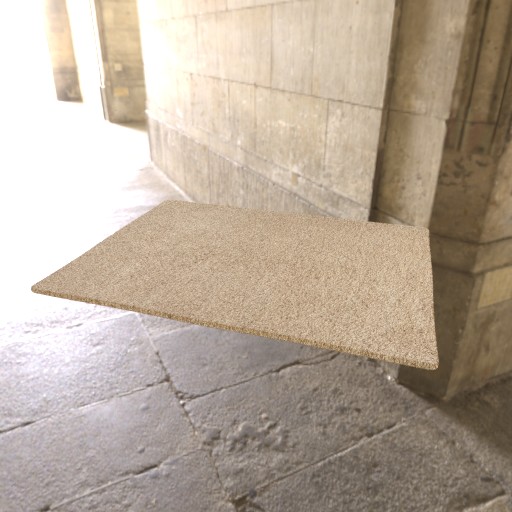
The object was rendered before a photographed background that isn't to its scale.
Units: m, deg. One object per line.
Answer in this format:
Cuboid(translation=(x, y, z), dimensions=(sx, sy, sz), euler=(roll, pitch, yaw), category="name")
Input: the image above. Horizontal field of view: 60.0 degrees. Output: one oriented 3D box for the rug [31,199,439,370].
Cuboid(translation=(0.000, 0.000, 2.134), dimensions=(1.600, 0.025, 1.199), euler=(8, 27, 16), category="rug")
